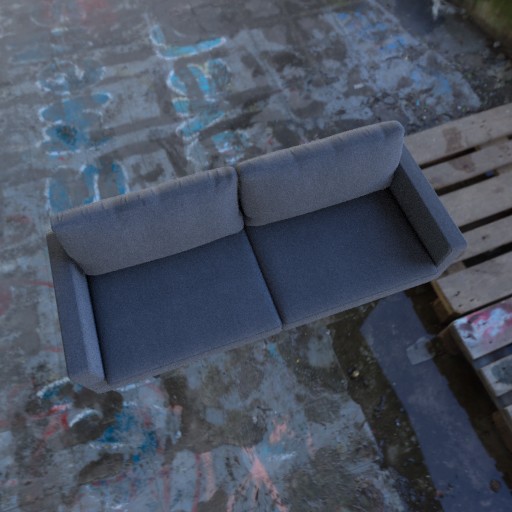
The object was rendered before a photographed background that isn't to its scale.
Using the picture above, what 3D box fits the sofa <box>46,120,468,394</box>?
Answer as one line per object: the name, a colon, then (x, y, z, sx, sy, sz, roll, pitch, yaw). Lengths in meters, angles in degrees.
sofa: (0.000, 0.000, 2.512, 2.100, 0.880, 0.880, -17, 65, -8)
